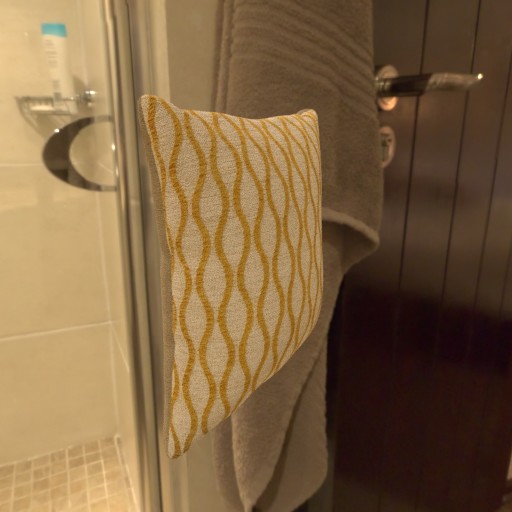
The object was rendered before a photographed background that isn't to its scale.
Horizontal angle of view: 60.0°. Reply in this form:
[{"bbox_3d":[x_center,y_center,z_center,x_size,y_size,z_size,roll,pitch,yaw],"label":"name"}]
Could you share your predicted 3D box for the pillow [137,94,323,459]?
[{"bbox_3d":[0.000,0.000,0.665,0.159,0.436,0.429,8,18,28],"label":"pillow"}]
